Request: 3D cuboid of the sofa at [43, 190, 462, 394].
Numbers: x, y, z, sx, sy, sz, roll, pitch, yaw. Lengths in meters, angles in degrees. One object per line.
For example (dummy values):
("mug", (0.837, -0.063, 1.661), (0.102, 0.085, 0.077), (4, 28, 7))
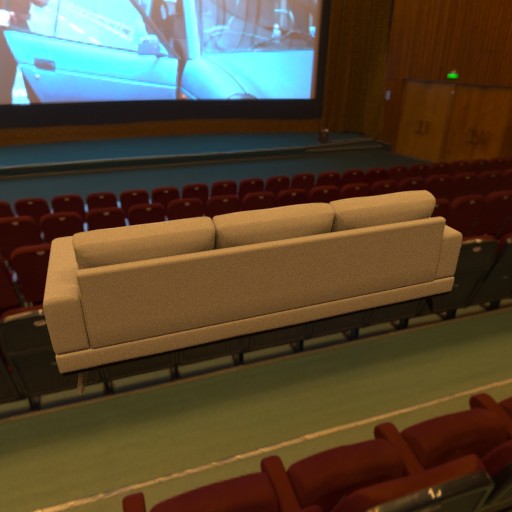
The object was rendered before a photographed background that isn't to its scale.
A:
("sofa", (0.000, 0.000, 2.733), (2.310, 0.810, 0.920), (-9, 27, -18))
